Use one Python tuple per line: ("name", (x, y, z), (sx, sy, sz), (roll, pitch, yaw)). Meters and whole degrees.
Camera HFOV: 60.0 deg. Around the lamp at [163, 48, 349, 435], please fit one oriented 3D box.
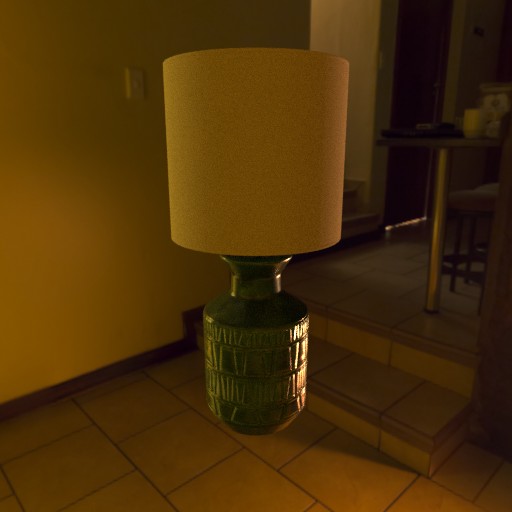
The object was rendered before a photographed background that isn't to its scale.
("lamp", (0.000, 0.000, 0.570), (0.211, 0.455, 0.211), (7, 16, 26))
